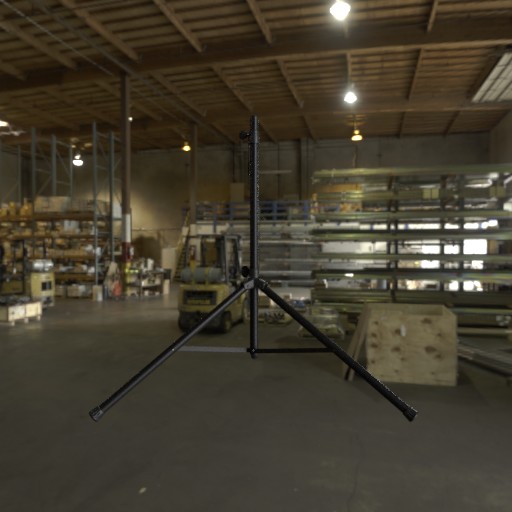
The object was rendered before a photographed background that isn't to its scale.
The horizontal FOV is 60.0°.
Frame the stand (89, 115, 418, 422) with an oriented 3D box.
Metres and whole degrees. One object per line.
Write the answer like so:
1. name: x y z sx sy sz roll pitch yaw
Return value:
1. stand: 0.000 0.000 2.763 1.596 1.595 1.339 0 1 1
